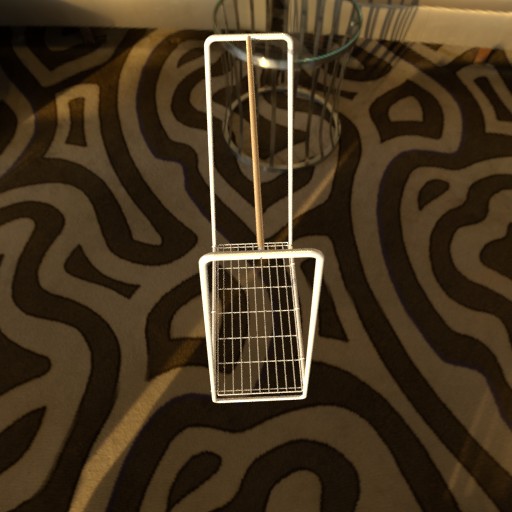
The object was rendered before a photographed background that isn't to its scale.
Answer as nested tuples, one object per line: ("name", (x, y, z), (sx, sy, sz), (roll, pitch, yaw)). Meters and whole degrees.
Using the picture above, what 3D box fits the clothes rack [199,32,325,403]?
("clothes rack", (0.000, 0.000, 1.940), (0.495, 1.500, 0.900), (-2, 59, -1))
